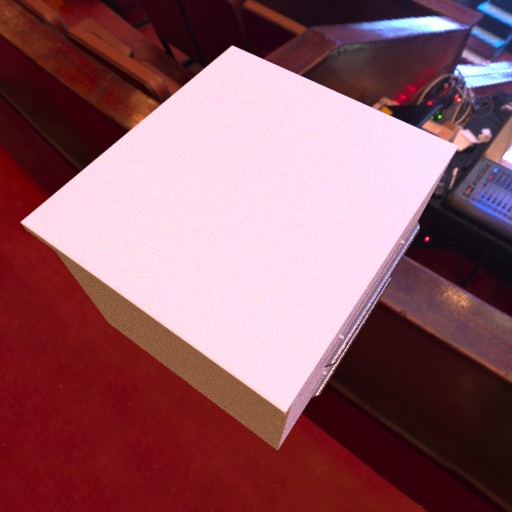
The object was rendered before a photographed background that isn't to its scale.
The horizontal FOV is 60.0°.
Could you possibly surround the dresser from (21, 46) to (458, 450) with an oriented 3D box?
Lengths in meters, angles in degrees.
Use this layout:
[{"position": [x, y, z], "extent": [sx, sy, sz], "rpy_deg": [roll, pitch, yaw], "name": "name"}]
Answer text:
[{"position": [0.000, 0.000, 0.725], "extent": [0.400, 0.360, 0.430], "rpy_deg": [31, 64, 17], "name": "dresser"}]
